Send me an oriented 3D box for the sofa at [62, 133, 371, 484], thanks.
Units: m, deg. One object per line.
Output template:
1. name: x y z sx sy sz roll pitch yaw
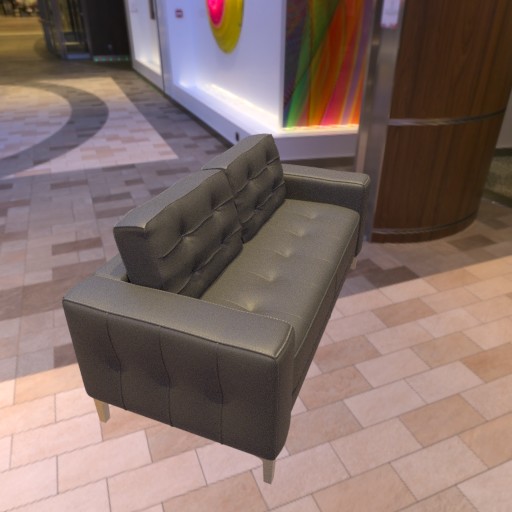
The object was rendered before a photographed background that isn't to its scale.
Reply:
1. sofa: 0.000 0.000 2.190 0.833 0.893 1.726 11 32 19
